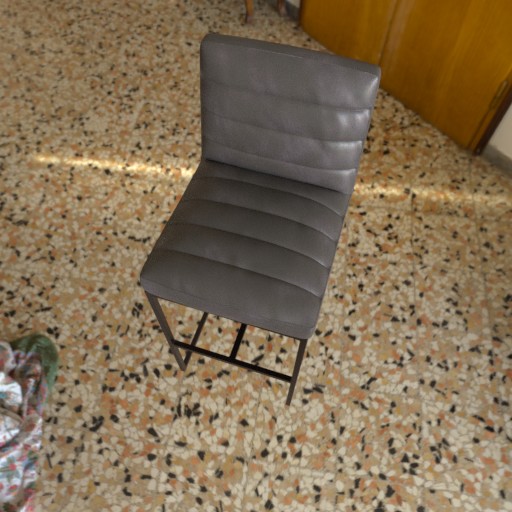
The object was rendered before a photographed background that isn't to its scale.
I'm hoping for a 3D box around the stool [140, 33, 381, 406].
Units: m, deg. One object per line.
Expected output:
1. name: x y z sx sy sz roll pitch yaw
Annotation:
1. stool: 0.000 0.000 1.360 0.463 1.065 0.562 15 59 9
